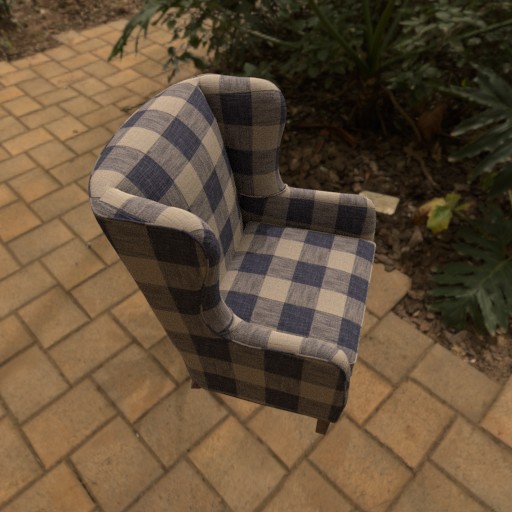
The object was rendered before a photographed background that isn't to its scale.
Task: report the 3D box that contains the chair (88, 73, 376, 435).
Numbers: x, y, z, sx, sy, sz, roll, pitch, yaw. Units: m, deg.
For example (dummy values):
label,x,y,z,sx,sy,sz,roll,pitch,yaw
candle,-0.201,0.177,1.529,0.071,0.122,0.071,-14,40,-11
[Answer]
label,x,y,z,sx,sy,sz,roll,pitch,yaw
chair,0.000,0.000,1.703,0.889,1.041,0.830,12,49,11
